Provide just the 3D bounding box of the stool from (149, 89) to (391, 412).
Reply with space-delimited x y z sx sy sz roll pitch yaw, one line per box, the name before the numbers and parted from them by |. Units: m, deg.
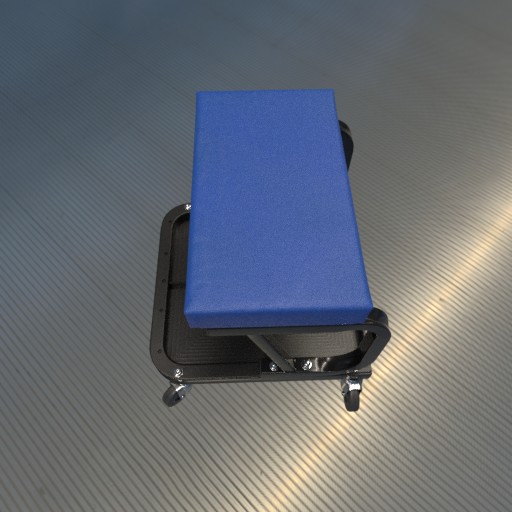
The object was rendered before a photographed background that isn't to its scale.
stool | 0.000 0.000 0.742 0.371 0.380 0.446 -2 59 -1
